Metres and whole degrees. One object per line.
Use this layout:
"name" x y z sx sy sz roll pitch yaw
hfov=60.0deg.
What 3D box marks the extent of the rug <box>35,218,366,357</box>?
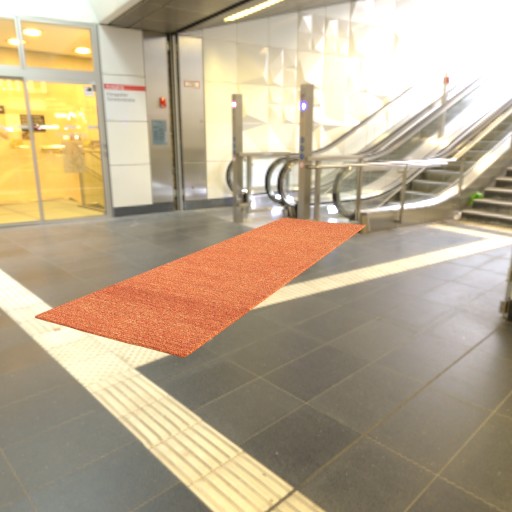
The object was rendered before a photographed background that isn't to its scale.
"rug" 0.000 0.000 2.488 0.687 0.012 2.307 8 17 26
